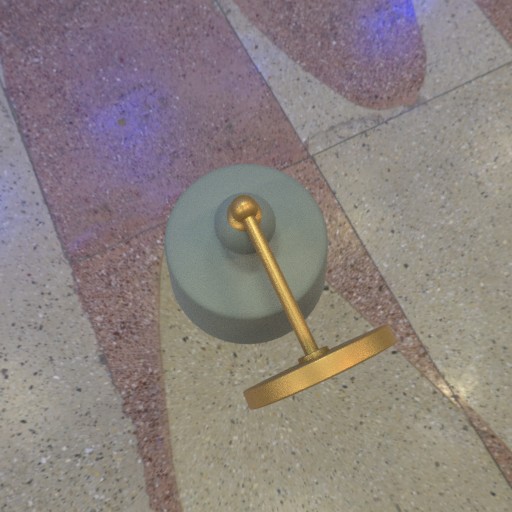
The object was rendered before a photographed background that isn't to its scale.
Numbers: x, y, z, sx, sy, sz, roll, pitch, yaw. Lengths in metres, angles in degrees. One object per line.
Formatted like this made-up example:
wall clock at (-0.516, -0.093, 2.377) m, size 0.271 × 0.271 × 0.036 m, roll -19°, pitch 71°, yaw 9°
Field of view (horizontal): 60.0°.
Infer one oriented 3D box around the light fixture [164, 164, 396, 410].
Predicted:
light fixture at (0.000, 0.000, 0.446) m, size 0.204 × 0.268 × 0.254 m, roll -24°, pitch 76°, yaw -6°
